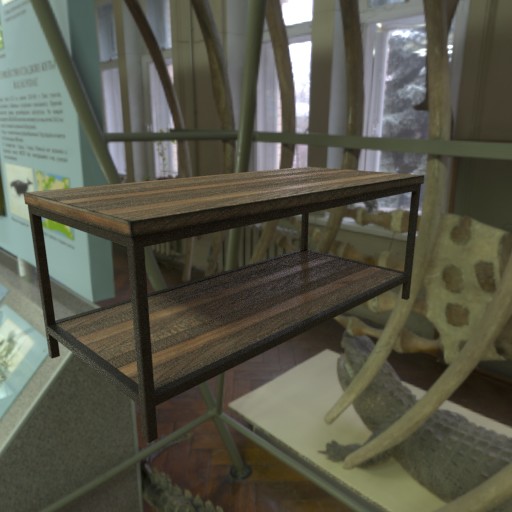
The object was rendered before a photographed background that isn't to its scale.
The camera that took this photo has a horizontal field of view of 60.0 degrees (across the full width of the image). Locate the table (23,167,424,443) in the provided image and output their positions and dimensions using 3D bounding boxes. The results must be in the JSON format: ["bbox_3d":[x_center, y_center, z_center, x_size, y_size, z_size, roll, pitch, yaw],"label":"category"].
[{"bbox_3d":[0.000,0.000,1.209,0.452,0.399,0.990,15,22,43],"label":"table"}]
